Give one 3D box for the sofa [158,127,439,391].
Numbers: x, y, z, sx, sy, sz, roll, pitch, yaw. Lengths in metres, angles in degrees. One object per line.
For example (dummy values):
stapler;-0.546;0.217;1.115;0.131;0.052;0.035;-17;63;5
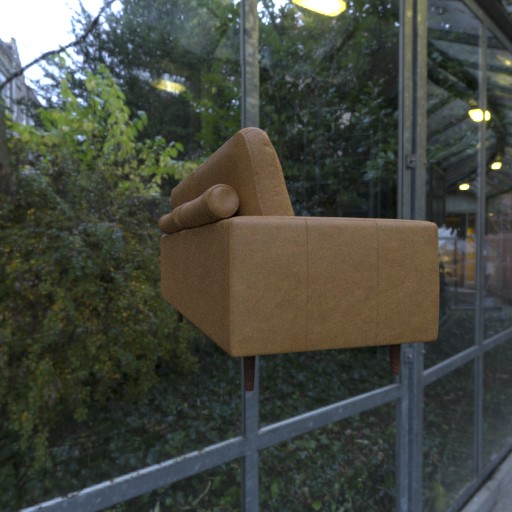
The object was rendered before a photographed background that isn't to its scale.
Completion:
sofa;0.000;0.000;2.309;0.850;0.898;1.821;0;1;-19
